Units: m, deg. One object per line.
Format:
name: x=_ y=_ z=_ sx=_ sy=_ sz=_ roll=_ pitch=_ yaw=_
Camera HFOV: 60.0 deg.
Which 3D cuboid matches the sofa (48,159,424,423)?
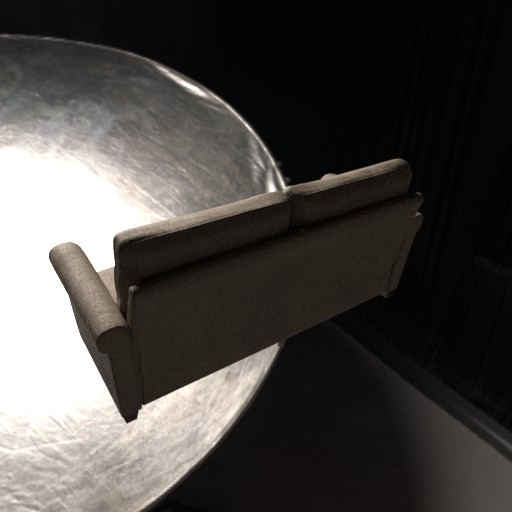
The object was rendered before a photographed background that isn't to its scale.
sofa: x=0.000 y=0.000 z=2.429 sx=1.935 sy=0.942 sz=0.842 roll=-19 pitch=35 yaw=-29
